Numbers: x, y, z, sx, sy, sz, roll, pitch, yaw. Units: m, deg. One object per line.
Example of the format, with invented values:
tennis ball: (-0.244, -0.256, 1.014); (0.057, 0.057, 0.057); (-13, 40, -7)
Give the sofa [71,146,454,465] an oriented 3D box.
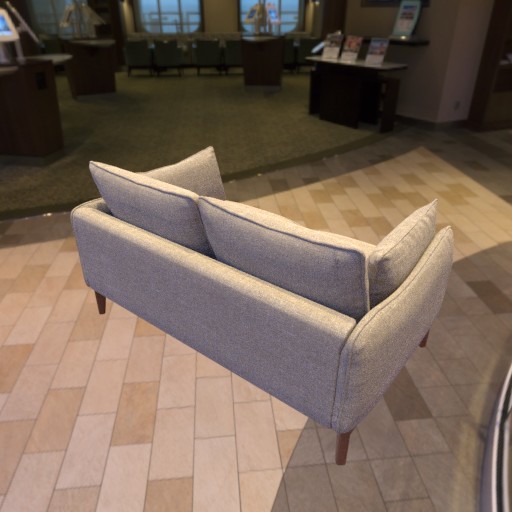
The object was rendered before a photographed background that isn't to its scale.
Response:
sofa: (0.000, 0.000, 2.098); (1.580, 0.851, 0.972); (21, 36, 33)
